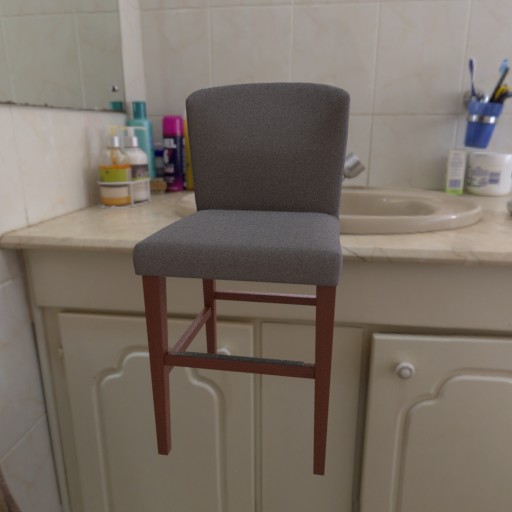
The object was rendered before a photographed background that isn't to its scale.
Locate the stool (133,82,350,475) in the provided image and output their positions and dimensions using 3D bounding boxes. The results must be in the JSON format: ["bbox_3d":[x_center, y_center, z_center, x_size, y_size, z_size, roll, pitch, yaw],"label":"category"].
[{"bbox_3d":[0.000,0.000,1.247,0.481,0.968,0.568,3,16,10],"label":"stool"}]
